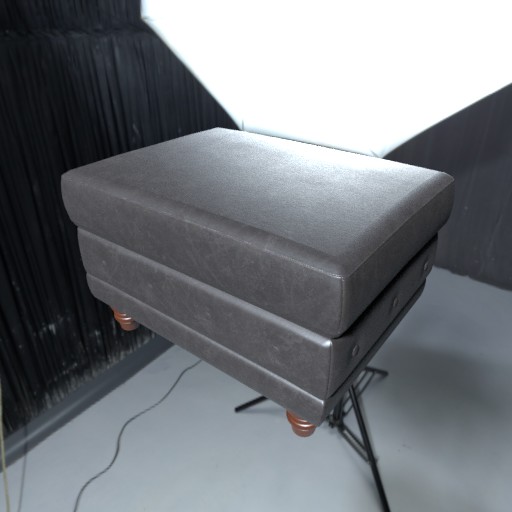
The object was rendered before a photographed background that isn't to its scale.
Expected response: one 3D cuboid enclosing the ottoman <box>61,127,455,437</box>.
[{"bbox_3d":[0.000,0.000,1.179,0.795,0.498,0.590,21,36,32],"label":"ottoman"}]
